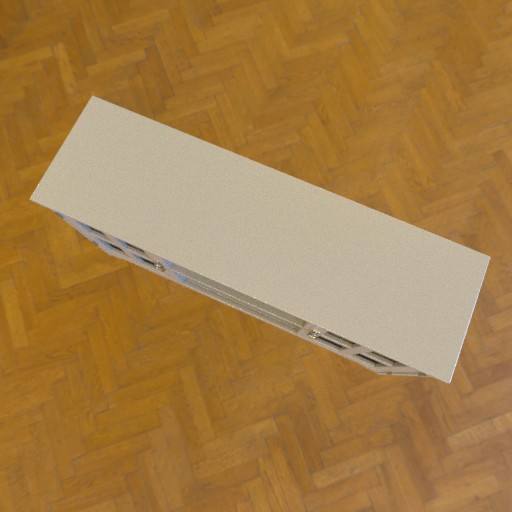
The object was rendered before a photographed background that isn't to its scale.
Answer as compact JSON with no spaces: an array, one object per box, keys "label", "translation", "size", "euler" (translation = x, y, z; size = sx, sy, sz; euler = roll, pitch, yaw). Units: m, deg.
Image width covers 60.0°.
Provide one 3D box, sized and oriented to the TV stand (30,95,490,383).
[{"label":"TV stand","translation":[0.000,0.000,1.451],"size":[1.167,0.603,0.344],"euler":[23,77,6]}]
